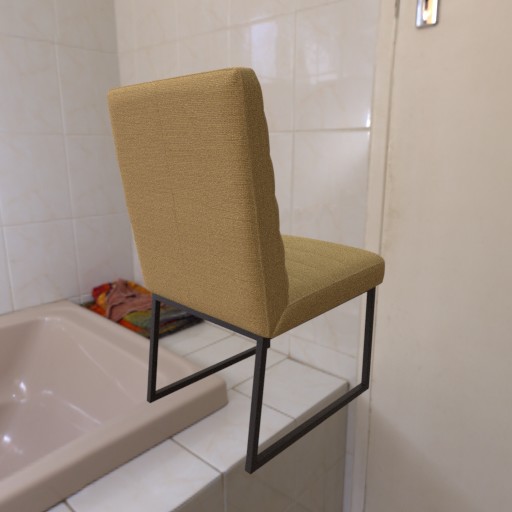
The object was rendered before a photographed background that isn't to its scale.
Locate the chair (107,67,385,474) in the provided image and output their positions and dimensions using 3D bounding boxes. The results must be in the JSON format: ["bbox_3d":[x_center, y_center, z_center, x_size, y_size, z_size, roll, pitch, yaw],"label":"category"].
[{"bbox_3d":[0.000,0.000,1.304,0.520,0.930,0.634,13,19,43],"label":"chair"}]
